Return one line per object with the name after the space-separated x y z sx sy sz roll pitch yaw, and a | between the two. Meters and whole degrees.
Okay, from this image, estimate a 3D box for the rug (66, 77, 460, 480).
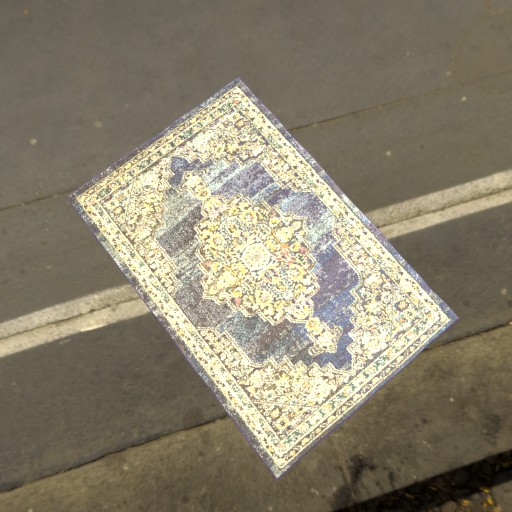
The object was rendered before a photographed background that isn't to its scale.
0.000 0.000 2.286 1.184 0.012 1.781 -38 79 -9 | rug
